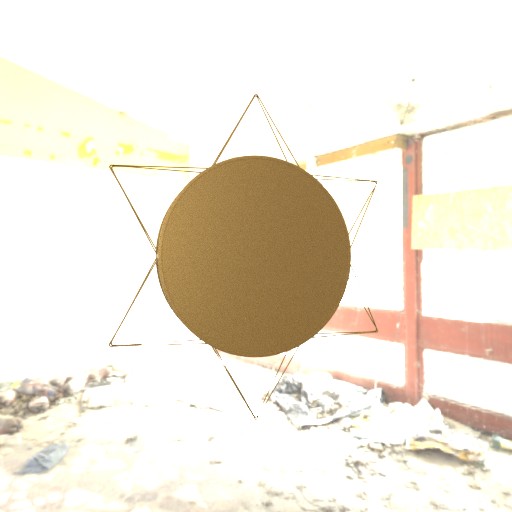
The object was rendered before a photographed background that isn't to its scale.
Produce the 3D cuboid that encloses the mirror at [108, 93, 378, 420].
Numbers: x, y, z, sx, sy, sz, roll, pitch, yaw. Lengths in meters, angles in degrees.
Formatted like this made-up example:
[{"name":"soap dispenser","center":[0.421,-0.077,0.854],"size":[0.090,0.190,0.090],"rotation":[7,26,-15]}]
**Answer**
[{"name":"mirror","center":[0.000,0.000,0.789],"size":[0.498,0.581,0.062],"rotation":[0,-1,-17]}]
